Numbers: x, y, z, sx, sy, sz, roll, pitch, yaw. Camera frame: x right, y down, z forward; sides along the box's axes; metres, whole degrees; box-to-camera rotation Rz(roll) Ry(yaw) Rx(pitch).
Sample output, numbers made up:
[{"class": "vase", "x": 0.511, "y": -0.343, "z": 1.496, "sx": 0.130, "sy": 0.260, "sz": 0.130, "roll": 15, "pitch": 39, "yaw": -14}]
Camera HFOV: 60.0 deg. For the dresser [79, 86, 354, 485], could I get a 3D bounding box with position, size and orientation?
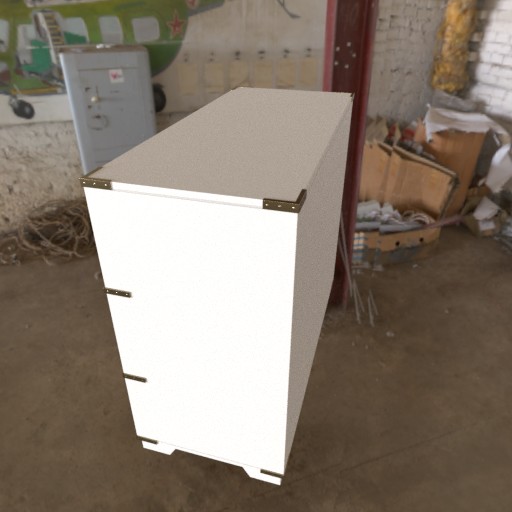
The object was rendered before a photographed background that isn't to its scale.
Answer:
[{"class": "dresser", "x": 0.000, "y": 0.000, "z": 1.503, "sx": 0.460, "sy": 0.891, "sz": 1.022, "roll": 9, "pitch": 32, "yaw": 14}]
